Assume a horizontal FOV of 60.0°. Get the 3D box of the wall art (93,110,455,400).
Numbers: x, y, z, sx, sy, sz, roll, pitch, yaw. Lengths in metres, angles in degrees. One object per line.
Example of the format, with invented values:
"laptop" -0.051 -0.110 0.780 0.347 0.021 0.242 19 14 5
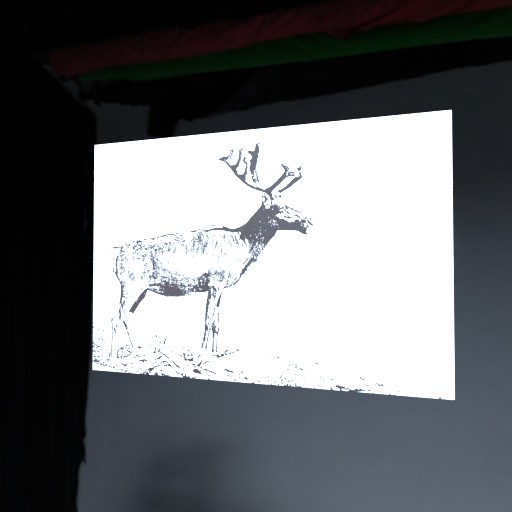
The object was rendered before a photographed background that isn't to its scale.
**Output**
"wall art" 0.000 0.000 0.471 0.381 0.259 0.038 0 -1 18
